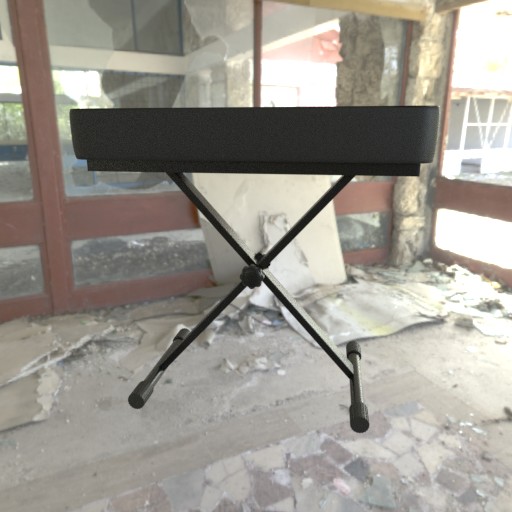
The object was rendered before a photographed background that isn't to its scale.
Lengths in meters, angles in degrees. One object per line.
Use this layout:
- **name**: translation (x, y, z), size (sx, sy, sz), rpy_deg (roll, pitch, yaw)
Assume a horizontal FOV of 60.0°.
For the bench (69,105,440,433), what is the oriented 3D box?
- **bench**: translation (0.000, 0.000, 0.902), size (0.600, 0.561, 0.300), rpy_deg (3, 16, 9)
